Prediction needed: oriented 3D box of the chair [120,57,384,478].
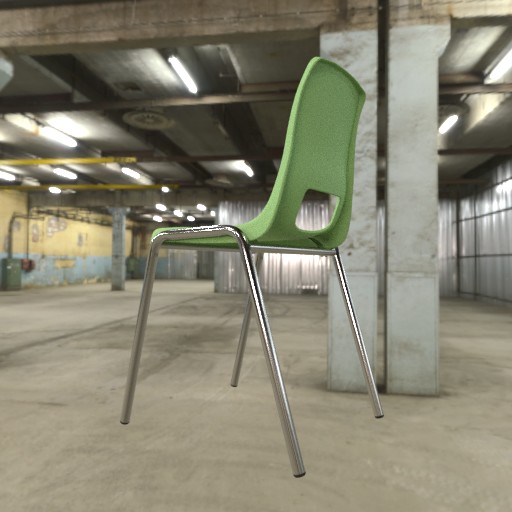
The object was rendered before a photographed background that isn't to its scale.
[{"bbox_3d":[0.000,0.000,0.959,0.436,0.704,0.381,-1,-2,36],"label":"chair"}]
